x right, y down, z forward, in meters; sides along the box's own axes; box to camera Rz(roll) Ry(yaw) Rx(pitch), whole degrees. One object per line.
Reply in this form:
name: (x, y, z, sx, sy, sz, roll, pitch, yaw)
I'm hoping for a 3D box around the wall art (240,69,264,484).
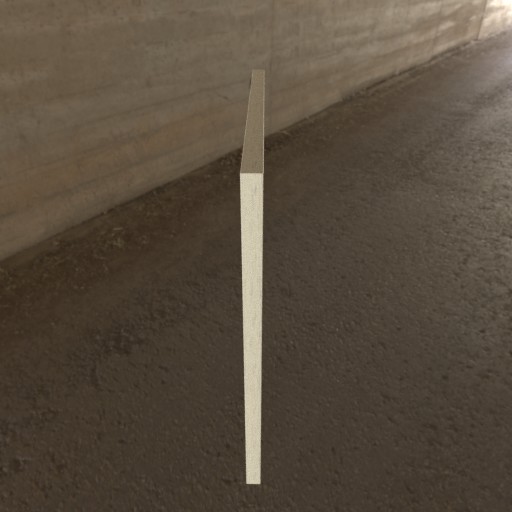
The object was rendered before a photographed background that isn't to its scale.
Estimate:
wall art: (0.000, 0.000, 1.517, 0.045, 1.016, 1.016, 1, 33, 1)
